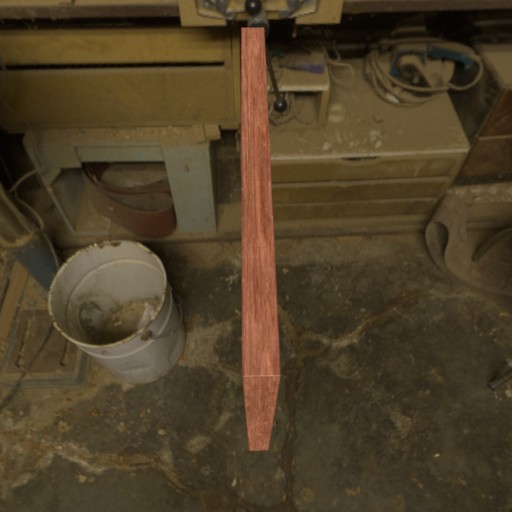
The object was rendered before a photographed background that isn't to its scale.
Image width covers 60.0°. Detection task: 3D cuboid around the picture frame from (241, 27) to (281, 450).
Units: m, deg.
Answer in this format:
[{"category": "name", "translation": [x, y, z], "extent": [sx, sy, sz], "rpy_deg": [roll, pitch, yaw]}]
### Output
[{"category": "picture frame", "translation": [0.000, 0.000, 0.524], "extent": [0.025, 0.330, 0.381], "rpy_deg": [-1, 59, -1]}]
